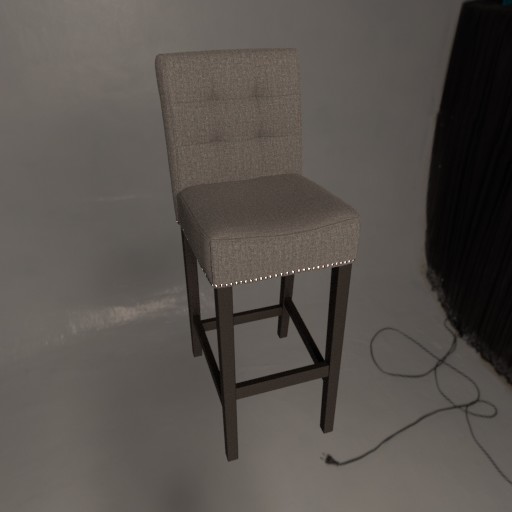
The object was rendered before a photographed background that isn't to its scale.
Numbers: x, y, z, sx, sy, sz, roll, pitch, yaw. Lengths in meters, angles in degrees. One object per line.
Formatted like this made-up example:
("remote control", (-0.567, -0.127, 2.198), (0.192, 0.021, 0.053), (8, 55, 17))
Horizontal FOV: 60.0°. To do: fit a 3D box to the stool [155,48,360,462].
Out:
("stool", (0.000, 0.000, 1.297), (0.411, 1.047, 0.548), (-10, 33, -15))
